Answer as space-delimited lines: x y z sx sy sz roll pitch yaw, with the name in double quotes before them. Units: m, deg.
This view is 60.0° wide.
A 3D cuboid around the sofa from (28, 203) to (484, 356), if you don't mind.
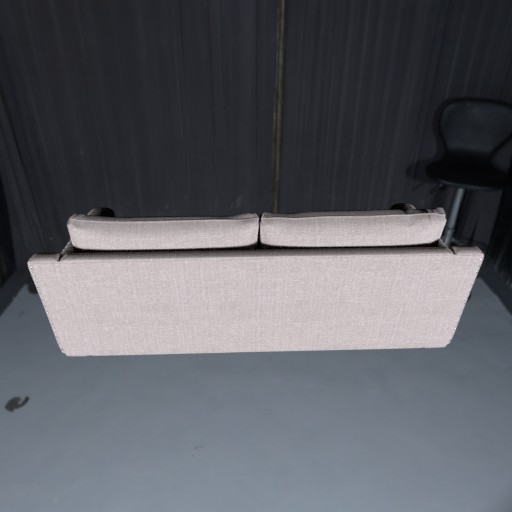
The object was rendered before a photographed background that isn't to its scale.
"sofa" 0.000 0.000 2.692 2.208 0.857 1.000 -1 31 -2
